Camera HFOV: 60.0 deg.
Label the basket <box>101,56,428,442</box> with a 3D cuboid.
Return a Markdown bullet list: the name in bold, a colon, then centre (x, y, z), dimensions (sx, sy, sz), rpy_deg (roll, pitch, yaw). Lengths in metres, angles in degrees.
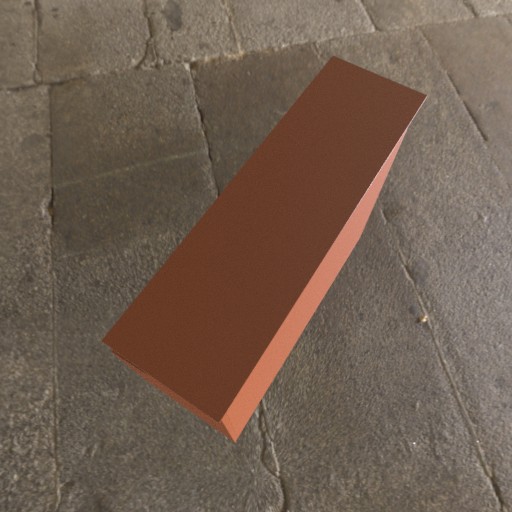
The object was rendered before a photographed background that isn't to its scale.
- **basket**: centre (0.000, 0.000, 1.135), dimensions (0.376, 0.625, 0.792), rpy_deg (30, 67, 14)
